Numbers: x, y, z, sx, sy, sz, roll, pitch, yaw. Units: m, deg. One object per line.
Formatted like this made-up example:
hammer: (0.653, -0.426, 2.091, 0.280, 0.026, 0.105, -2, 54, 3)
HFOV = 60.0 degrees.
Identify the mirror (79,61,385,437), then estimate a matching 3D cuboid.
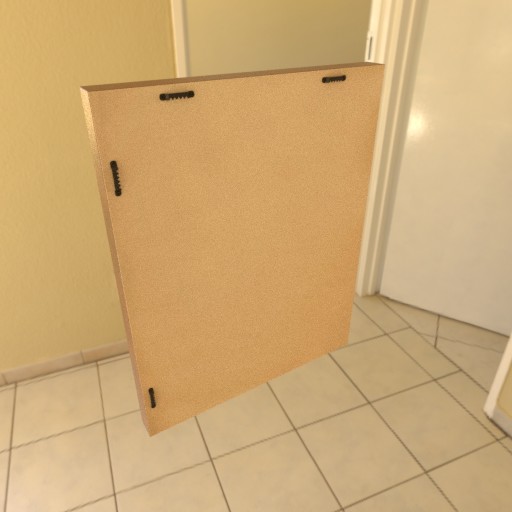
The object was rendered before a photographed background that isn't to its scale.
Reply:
mirror: (0.000, 0.000, 0.663, 0.406, 0.509, 0.041, -17, 34, -27)
